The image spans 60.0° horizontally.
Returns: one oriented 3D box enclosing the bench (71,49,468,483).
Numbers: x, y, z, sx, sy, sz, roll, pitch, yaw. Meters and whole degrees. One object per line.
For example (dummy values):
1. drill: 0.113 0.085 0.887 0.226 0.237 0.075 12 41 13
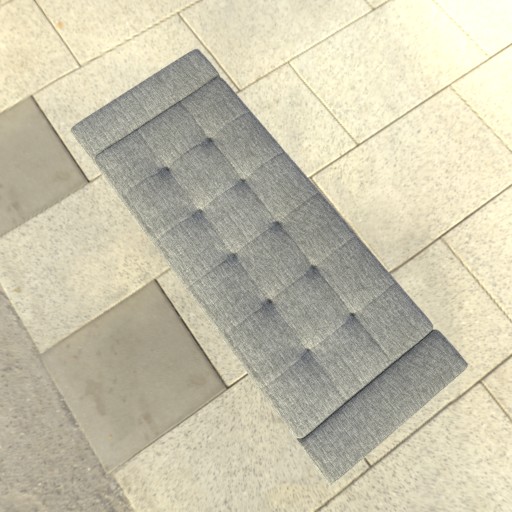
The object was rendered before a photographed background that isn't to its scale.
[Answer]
1. bench: 0.000 0.000 1.502 0.508 0.445 1.296 -37 79 -9
